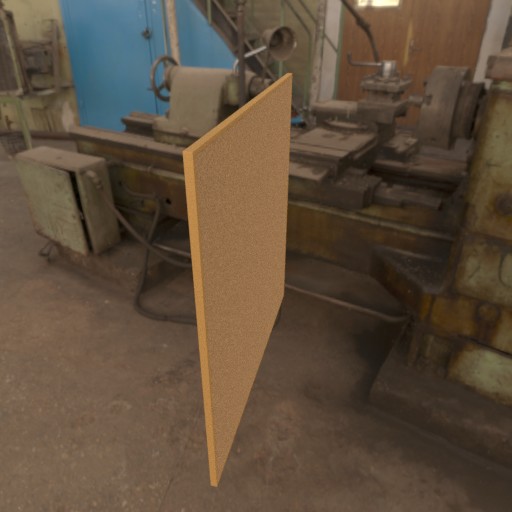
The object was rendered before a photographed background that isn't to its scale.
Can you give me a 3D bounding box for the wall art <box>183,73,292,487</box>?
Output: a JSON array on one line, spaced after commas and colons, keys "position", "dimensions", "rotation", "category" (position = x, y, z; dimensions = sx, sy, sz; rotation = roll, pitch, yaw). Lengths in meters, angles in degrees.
[{"position": [0.000, 0.000, 0.964], "dimensions": [0.014, 0.655, 0.657], "rotation": [7, 31, 12], "category": "wall art"}]
